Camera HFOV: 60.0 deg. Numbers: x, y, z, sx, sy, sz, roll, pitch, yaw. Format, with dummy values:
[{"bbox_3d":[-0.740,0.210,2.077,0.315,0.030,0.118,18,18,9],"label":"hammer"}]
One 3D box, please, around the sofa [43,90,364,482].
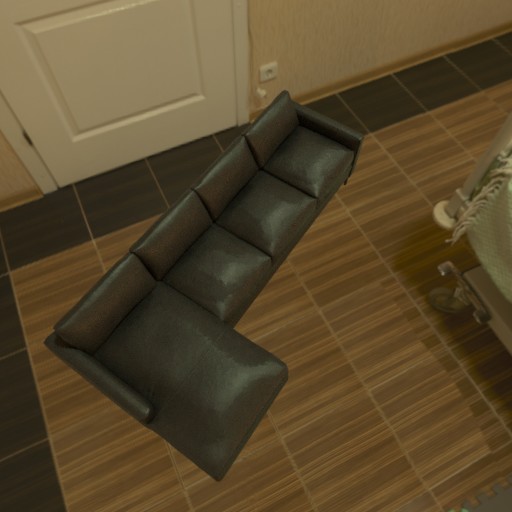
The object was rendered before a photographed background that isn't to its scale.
[{"bbox_3d":[0.000,0.000,3.590,1.471,0.859,2.993,31,65,16],"label":"sofa"}]
